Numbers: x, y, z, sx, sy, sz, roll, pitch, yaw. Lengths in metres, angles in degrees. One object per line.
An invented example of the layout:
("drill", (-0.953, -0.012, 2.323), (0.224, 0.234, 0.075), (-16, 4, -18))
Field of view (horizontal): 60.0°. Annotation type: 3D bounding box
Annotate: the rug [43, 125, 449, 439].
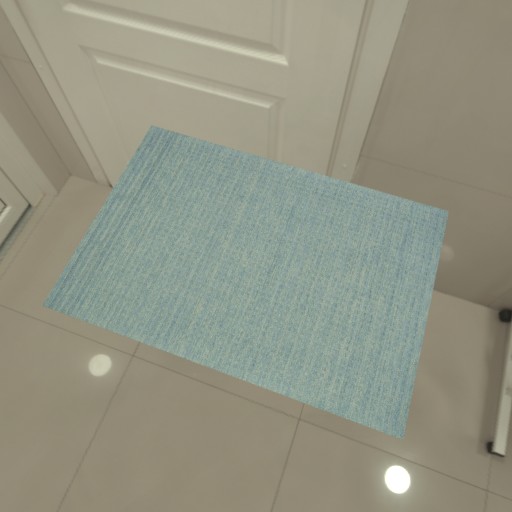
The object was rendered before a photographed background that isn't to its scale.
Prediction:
("rug", (0.000, 0.000, 3.715), (2.895, 0.006, 1.982), (18, 65, 9))
